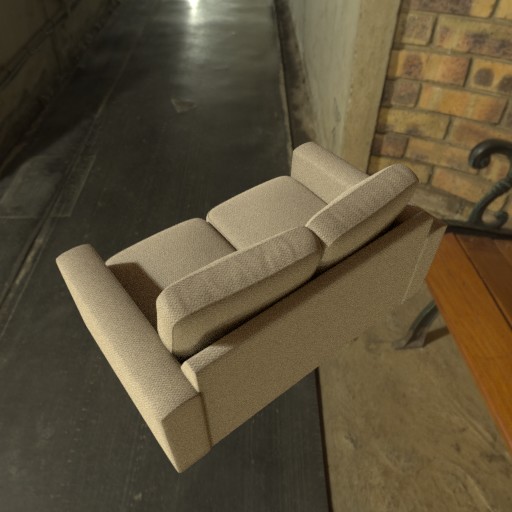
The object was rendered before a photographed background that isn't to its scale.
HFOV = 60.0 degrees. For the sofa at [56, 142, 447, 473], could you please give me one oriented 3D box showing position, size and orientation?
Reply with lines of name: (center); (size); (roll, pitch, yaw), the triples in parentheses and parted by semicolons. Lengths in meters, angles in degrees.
sofa: (0.000, 0.000, 2.196); (1.616, 0.873, 1.016); (-29, 53, -25)
